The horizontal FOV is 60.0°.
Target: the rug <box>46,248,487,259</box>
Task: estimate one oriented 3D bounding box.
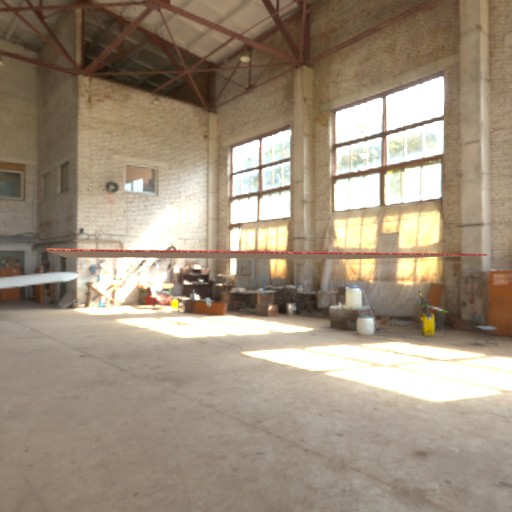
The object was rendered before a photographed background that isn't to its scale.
[{"bbox_3d":[0.000,0.000,2.984,2.442,0.010,1.531,0,-1,-20],"label":"rug"}]
